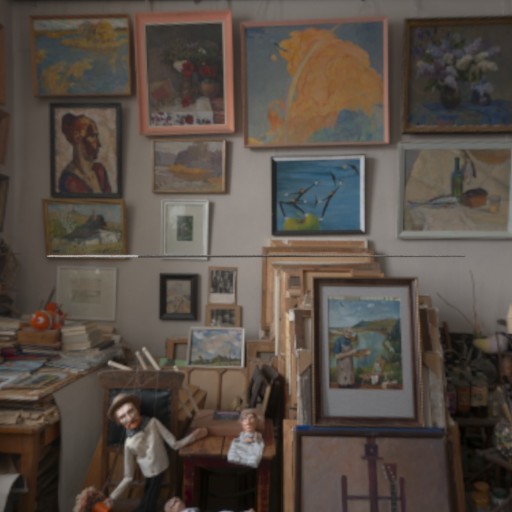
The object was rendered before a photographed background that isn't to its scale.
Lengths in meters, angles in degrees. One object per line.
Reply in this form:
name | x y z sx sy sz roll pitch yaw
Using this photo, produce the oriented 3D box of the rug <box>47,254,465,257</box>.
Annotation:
rug | 0.000 0.000 4.388 3.359 0.020 2.448 0 0 -36
